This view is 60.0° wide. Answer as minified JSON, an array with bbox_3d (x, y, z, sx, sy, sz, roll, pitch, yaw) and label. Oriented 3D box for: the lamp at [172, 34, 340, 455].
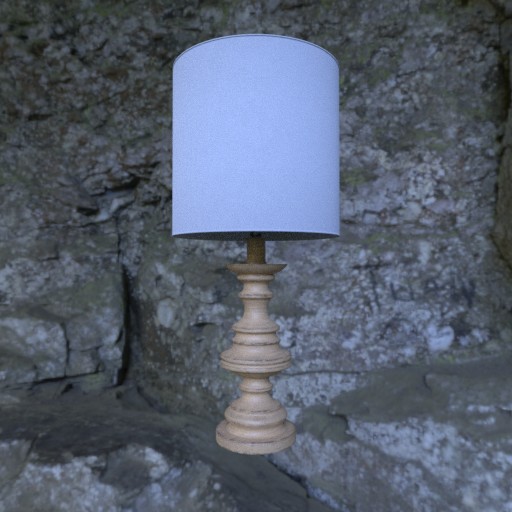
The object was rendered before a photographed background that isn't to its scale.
[{"bbox_3d":[0.000,0.000,0.558,0.208,0.455,0.208,-1,-1,36],"label":"lamp"}]
